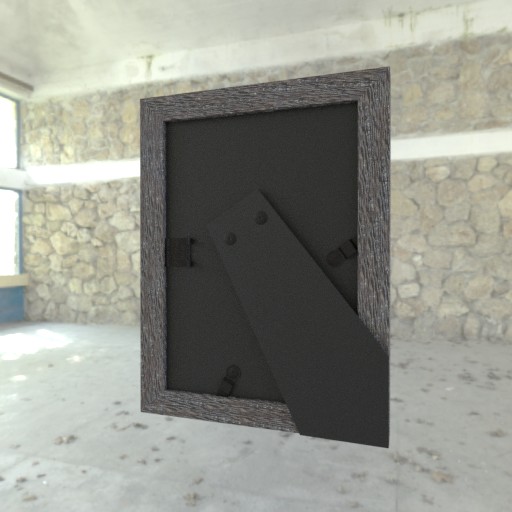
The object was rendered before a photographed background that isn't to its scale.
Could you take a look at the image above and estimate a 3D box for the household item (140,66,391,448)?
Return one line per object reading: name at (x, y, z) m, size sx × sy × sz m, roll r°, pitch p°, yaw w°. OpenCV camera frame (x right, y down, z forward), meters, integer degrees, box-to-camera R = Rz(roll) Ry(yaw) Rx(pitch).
household item at (0.000, 0.000, 0.277) m, size 0.160 × 0.210 × 0.020 m, roll 0°, pitch 0°, yaw 19°
